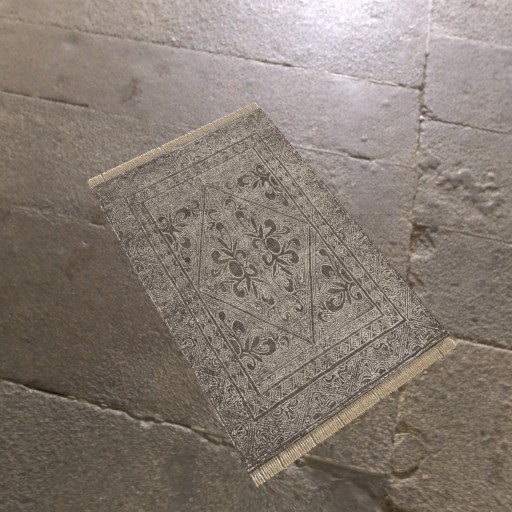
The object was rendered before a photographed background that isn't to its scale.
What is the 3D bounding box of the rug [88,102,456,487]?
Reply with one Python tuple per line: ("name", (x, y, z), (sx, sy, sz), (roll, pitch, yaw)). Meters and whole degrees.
("rug", (0.000, 0.000, 3.097), (1.529, 0.010, 2.440), (-29, 68, -13))
